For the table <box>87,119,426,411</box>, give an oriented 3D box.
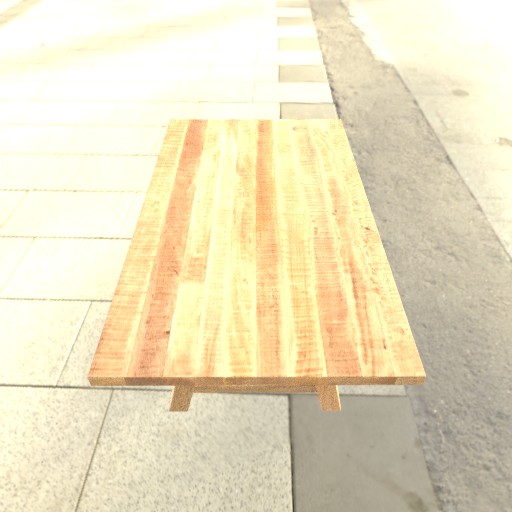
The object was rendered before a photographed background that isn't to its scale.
[{"bbox_3d":[0.000,0.000,1.635,0.760,0.455,1.320,0,42,0],"label":"table"}]
